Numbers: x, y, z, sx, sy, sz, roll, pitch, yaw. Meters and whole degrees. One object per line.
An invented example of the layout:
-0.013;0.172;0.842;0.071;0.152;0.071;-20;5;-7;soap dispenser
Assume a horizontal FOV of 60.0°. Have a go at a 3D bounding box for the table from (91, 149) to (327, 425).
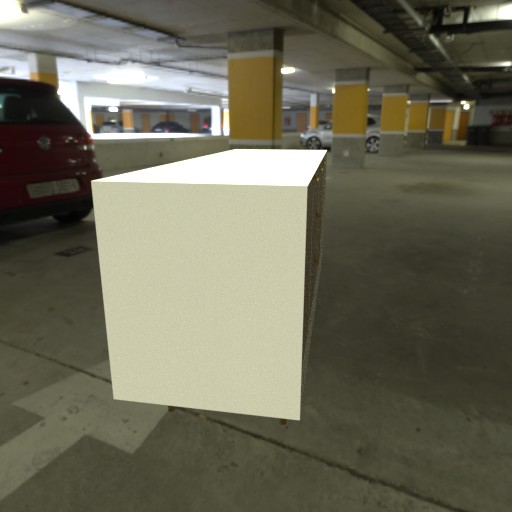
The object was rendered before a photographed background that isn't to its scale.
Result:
0.000;0.000;1.805;0.508;0.769;1.500;3;17;10;table
